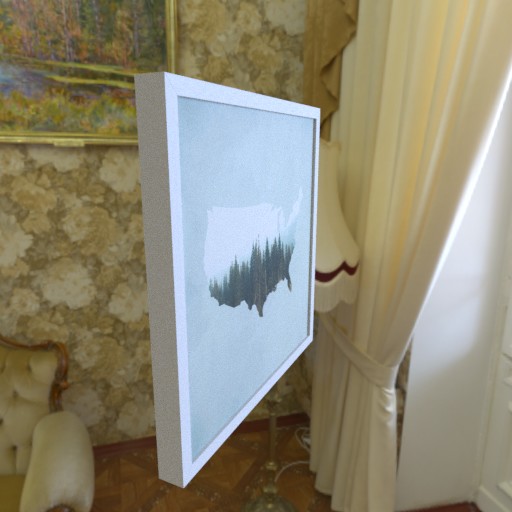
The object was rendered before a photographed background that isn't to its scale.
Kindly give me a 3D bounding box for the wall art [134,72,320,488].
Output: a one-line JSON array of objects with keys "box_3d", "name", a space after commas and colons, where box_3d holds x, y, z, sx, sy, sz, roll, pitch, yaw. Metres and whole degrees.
[{"box_3d": [0.000, 0.000, 0.448, 0.024, 0.304, 0.304, 7, 15, 25], "name": "wall art"}]
